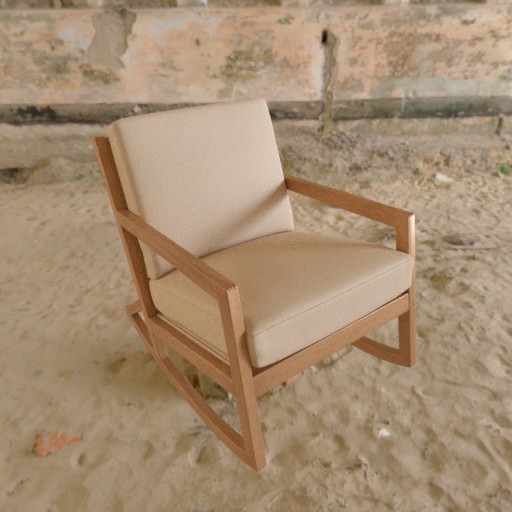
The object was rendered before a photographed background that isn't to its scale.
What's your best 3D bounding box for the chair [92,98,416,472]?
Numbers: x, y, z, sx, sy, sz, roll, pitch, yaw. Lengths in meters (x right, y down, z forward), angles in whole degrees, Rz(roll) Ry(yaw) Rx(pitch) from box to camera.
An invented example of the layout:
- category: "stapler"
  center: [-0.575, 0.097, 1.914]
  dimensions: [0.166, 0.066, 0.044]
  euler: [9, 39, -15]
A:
- category: "chair"
  center: [0.000, 0.000, 1.381]
  dimensions: [0.622, 0.790, 0.857]
  euler: [-21, 36, -31]
